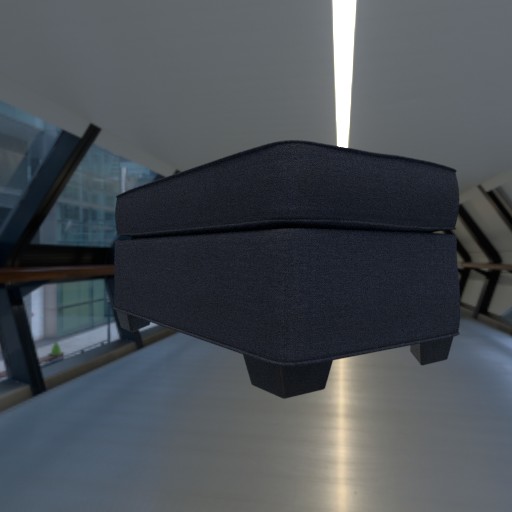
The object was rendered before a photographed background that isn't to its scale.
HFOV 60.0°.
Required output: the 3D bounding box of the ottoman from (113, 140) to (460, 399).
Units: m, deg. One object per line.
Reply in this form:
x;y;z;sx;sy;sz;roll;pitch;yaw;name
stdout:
0.000;0.000;1.176;0.505;0.453;0.895;0;1;-35;ottoman
